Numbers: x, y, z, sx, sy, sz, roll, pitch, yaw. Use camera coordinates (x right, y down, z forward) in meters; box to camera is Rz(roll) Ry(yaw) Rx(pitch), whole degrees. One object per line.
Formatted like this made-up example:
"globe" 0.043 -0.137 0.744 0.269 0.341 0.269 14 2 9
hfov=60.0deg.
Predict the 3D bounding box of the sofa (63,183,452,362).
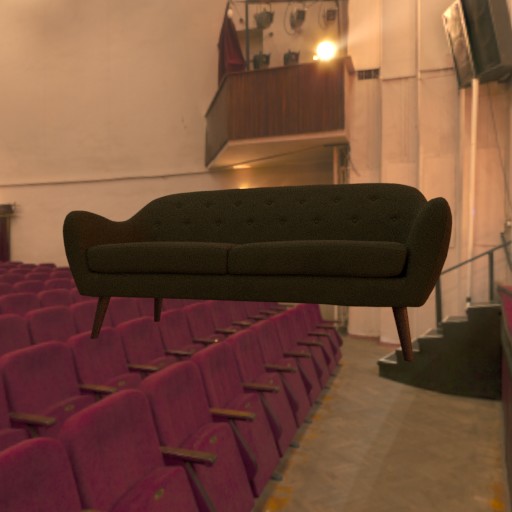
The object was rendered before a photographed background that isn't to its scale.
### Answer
"sofa" 0.000 0.000 2.327 1.840 0.836 0.820 0 0 18
